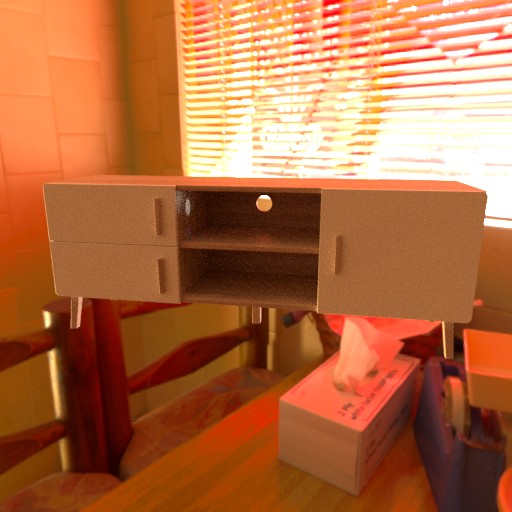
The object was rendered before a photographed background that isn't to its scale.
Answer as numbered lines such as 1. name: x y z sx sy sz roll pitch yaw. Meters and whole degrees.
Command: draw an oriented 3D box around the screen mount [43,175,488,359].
1. screen mount: 0.000 0.000 1.723 1.500 0.570 0.420 3 15 10
